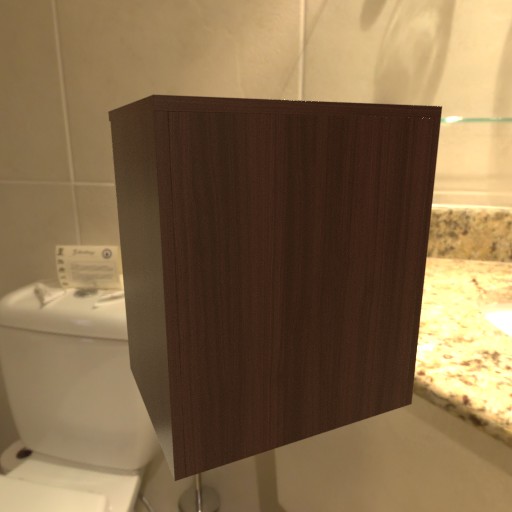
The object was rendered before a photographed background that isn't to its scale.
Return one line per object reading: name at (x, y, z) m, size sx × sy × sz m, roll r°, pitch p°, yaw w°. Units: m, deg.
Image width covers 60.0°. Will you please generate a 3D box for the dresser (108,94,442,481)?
dresser at (0.000, 0.000, 0.748) m, size 0.400 × 0.470 × 0.360 m, roll -7°, pitch 16°, yaw -24°
